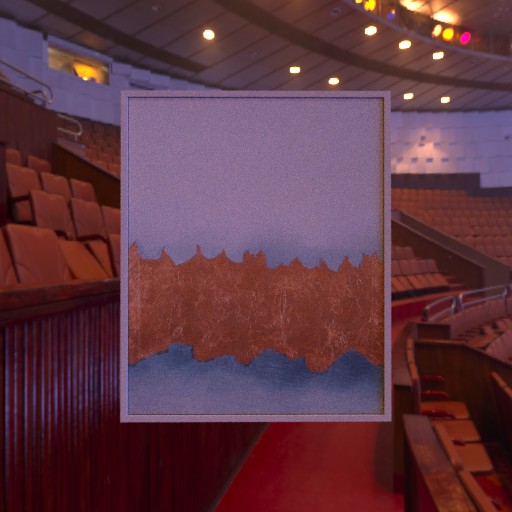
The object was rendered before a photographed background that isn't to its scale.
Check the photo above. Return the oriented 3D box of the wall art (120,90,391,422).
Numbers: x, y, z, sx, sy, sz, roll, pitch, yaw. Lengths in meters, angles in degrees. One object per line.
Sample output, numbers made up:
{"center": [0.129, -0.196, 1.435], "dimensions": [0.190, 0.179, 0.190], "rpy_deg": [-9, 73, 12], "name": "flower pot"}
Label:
{"center": [0.000, 0.000, 0.759], "dimensions": [0.451, 0.553, 0.039], "rpy_deg": [0, 0, 0], "name": "wall art"}
